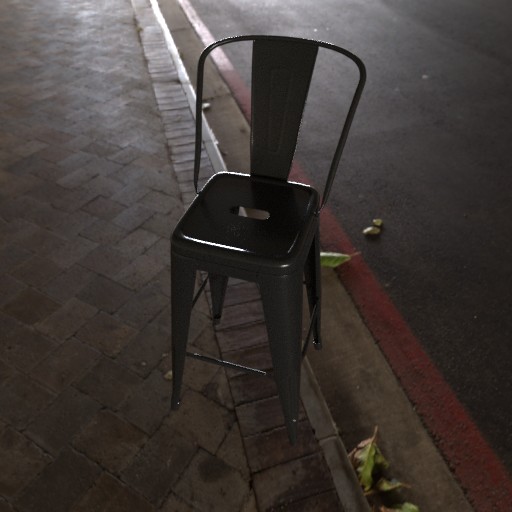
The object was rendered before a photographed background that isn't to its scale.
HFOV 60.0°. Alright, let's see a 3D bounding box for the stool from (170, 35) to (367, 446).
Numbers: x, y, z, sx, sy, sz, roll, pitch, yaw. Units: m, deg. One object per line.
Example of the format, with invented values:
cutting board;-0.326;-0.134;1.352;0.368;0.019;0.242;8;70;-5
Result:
stool;0.000;0.000;1.254;0.432;1.022;0.528;12;43;13
